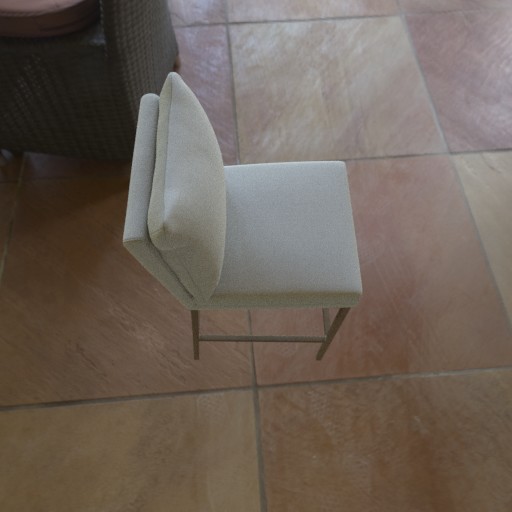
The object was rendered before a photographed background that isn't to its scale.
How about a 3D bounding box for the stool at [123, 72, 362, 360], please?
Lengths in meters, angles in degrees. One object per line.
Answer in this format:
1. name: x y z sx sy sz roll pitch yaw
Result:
1. stool: 0.000 0.000 1.458 0.572 1.125 0.463 -1 64 -1
